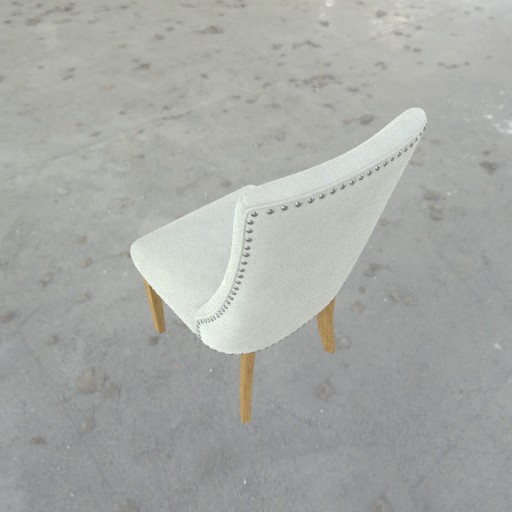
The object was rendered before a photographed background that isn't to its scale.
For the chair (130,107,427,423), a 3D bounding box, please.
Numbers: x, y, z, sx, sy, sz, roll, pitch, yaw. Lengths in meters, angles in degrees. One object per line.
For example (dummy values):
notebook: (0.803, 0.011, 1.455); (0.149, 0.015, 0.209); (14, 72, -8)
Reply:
chair: (0.000, 0.000, 1.223); (0.495, 0.902, 0.610); (-31, 52, -28)
